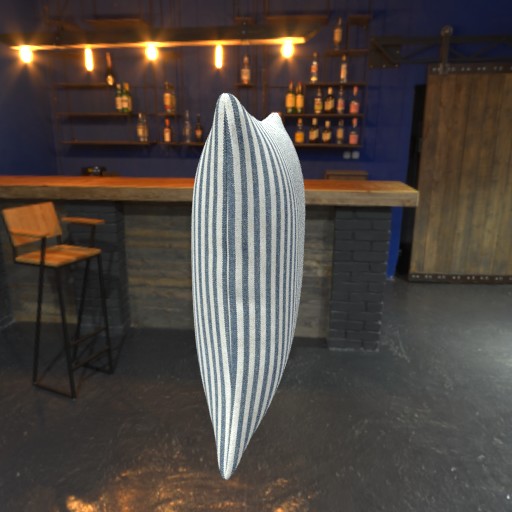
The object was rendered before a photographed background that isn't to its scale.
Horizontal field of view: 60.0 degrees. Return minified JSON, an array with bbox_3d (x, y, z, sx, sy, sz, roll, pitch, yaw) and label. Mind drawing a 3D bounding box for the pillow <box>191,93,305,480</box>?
[{"bbox_3d":[0.000,0.000,0.795,0.166,0.510,0.523,2,16,8],"label":"pillow"}]
